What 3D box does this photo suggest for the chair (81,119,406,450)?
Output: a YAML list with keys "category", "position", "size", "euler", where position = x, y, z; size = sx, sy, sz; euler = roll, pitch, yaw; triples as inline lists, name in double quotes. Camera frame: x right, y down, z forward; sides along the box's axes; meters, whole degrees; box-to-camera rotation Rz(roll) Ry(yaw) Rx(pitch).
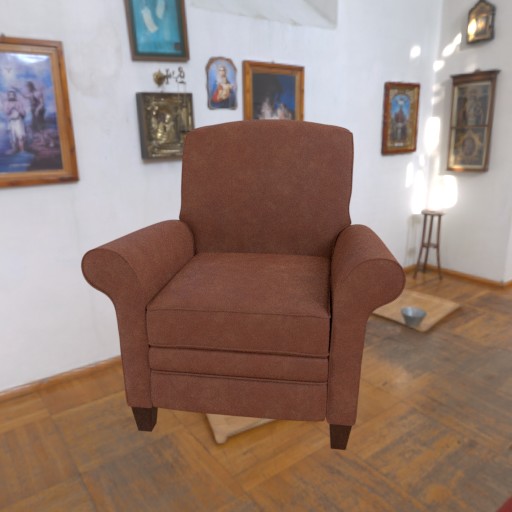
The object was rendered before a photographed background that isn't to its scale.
- category: "chair"
  position: [0.000, 0.000, 1.742]
  size: [0.978, 1.061, 0.902]
  euler: [2, 15, 8]
